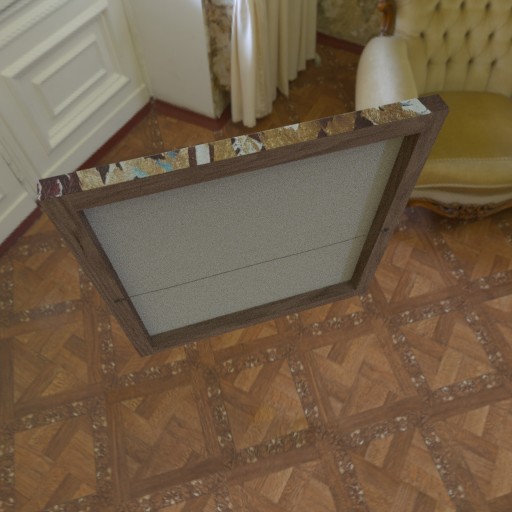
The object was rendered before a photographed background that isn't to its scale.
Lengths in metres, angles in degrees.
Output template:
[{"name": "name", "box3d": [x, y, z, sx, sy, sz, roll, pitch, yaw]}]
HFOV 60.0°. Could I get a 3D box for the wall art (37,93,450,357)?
[{"name": "wall art", "box3d": [0.000, 0.000, 0.896, 0.609, 0.613, 0.041, -15, 59, -9]}]
